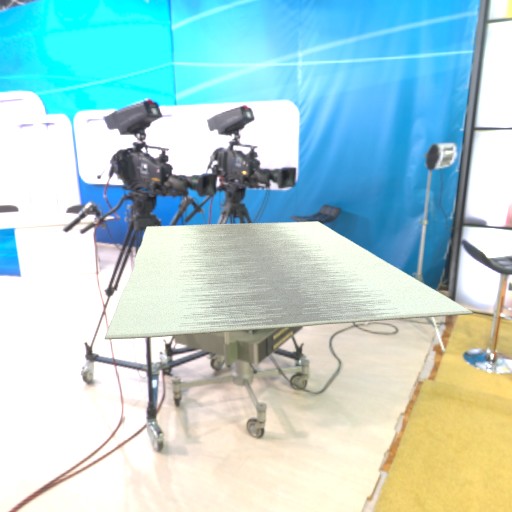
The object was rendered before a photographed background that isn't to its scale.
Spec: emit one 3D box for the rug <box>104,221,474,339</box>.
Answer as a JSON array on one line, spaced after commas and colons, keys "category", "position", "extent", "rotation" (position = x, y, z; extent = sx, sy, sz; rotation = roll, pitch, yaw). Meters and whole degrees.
[{"category": "rug", "position": [0.000, 0.000, 2.287], "extent": [1.226, 0.007, 1.815], "rotation": [-2, 15, -9]}]
